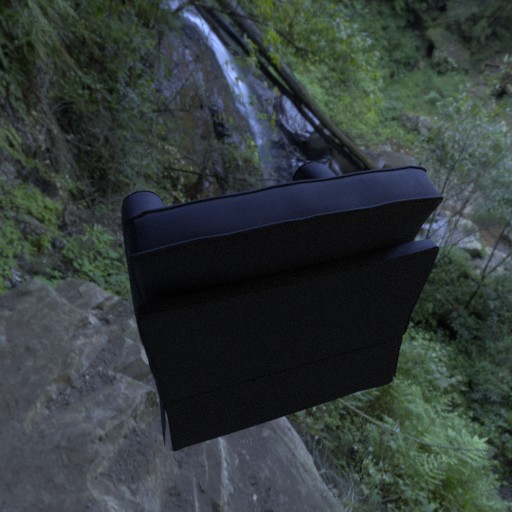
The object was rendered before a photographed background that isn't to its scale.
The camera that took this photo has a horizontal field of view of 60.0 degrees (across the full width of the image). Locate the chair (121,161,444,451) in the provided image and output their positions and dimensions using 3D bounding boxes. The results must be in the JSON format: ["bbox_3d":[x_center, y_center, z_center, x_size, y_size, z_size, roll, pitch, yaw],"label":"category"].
[{"bbox_3d":[0.000,0.000,1.979,1.119,1.140,1.002,-12,44,-13],"label":"chair"}]
